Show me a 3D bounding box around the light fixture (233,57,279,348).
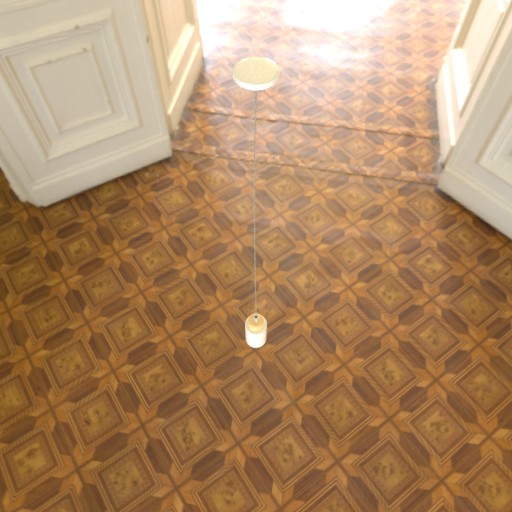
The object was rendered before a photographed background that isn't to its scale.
[{"bbox_3d":[0.000,0.000,1.936,0.125,1.798,0.125,-31,62,-19],"label":"light fixture"}]
